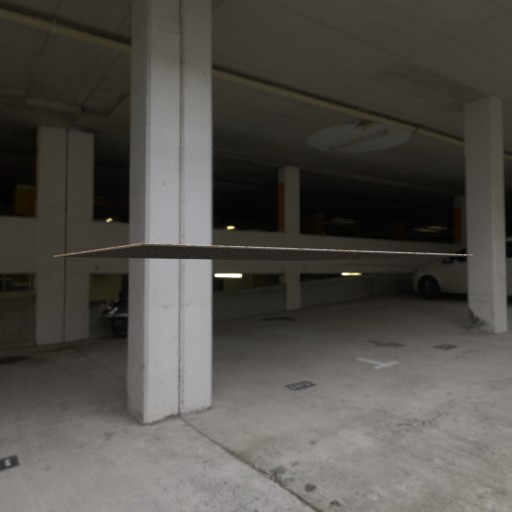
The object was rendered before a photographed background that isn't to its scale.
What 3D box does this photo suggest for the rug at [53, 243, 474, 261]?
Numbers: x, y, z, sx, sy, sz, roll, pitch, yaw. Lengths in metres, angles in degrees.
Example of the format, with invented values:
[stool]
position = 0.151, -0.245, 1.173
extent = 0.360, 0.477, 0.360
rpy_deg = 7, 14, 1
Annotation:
[rug]
position = 0.000, 0.000, 4.095
extent = 3.050, 0.011, 2.441
rpy_deg = 1, -2, -34
